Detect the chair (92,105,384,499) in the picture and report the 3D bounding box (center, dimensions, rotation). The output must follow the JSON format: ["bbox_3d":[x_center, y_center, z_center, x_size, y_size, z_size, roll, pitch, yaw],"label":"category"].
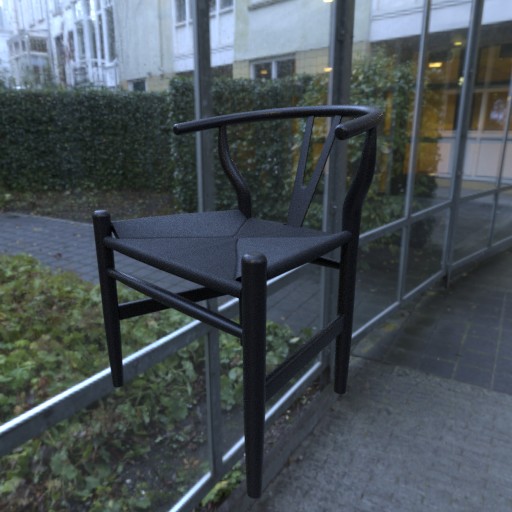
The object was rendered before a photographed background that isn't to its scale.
[{"bbox_3d":[0.000,0.000,1.110,0.569,0.730,0.579,16,23,43],"label":"chair"}]
